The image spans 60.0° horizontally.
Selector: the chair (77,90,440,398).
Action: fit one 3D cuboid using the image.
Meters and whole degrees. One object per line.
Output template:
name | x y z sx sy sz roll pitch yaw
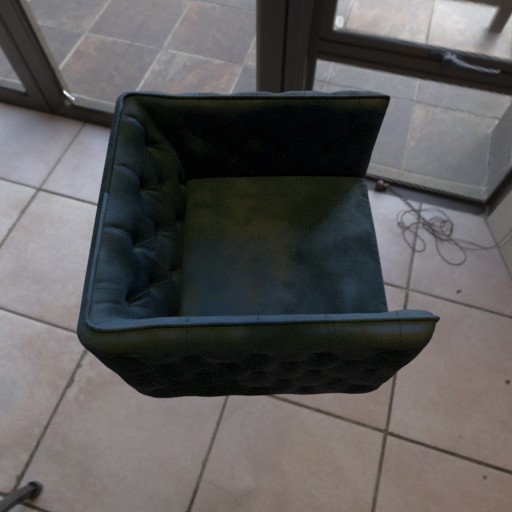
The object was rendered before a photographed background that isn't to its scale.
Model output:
chair | 0.000 0.000 1.542 0.877 0.771 0.868 -1 62 -1
